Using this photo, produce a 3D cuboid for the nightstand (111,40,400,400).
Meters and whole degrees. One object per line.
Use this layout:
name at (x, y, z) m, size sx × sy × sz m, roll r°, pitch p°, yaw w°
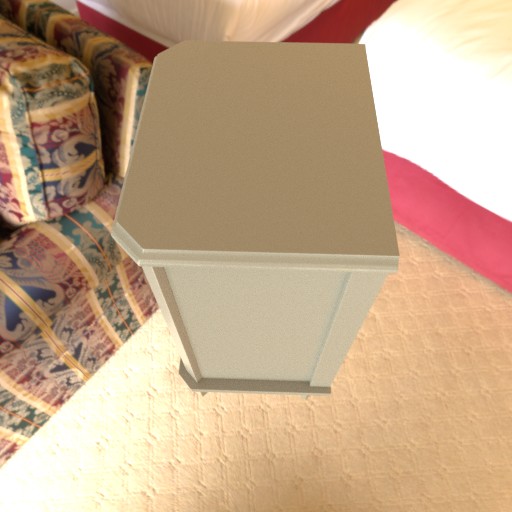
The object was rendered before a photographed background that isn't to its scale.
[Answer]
nightstand at (0.000, 0.000, 0.913) m, size 0.348 × 0.680 × 0.435 m, roll 2°, pitch 58°, yaw 1°
